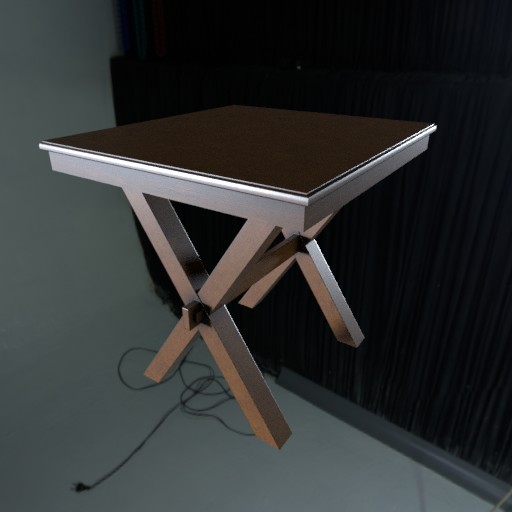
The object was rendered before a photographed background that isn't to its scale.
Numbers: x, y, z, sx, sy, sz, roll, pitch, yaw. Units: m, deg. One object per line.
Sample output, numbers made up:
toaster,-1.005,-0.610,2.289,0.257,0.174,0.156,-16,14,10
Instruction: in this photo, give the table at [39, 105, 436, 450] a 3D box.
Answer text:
table,0.000,0.000,1.022,0.560,0.562,0.602,17,31,30
